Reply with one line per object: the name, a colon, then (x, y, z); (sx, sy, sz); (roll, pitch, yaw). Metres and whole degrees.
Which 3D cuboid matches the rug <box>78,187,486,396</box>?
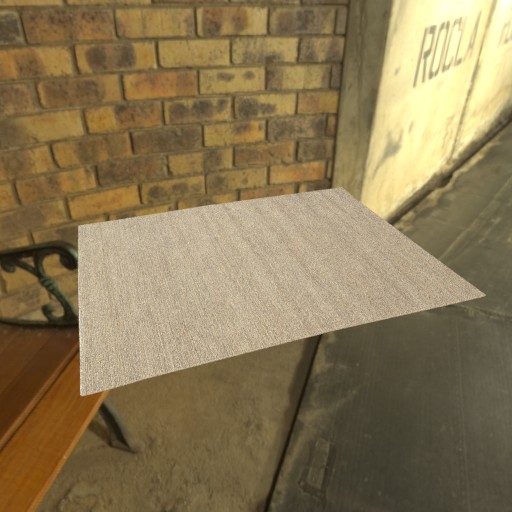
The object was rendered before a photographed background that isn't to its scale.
rug: (0.000, 0.000, 4.765); (3.626, 0.051, 2.757); (-10, 33, -16)
